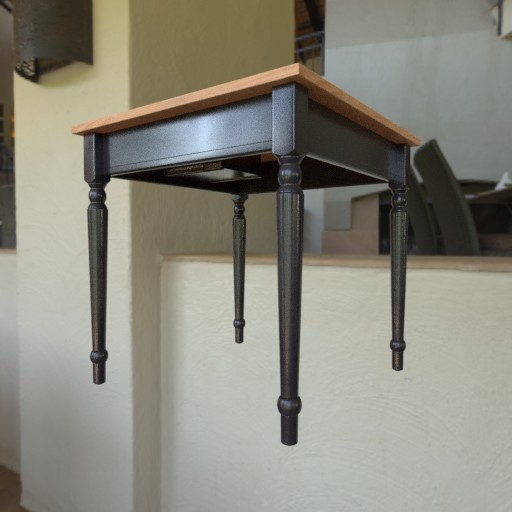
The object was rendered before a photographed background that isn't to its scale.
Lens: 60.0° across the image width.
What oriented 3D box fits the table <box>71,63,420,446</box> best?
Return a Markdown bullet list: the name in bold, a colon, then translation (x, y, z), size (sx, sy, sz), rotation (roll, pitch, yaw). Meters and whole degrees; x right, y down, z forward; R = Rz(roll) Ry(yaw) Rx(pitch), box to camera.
- **table**: translation (0.000, 0.000, 1.341), size (0.747, 0.738, 0.747), rotation (1, 2, 36)
